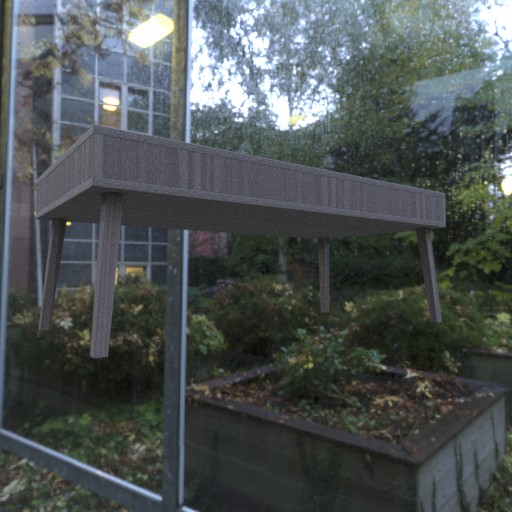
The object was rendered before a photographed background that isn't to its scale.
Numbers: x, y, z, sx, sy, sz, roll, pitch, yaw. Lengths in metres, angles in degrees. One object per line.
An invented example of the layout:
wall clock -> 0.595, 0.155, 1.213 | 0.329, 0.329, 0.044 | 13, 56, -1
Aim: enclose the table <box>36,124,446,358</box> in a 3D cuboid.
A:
table -> 0.000, 0.000, 1.433 | 1.200, 0.450, 0.600 | 2, -3, -36
